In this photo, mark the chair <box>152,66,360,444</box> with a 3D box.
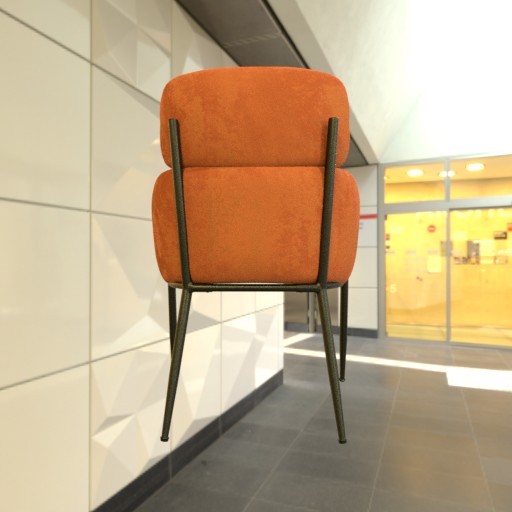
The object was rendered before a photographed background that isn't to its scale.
[{"bbox_3d":[0.000,0.000,1.134,0.561,0.772,0.523,0,-1,2],"label":"chair"}]
